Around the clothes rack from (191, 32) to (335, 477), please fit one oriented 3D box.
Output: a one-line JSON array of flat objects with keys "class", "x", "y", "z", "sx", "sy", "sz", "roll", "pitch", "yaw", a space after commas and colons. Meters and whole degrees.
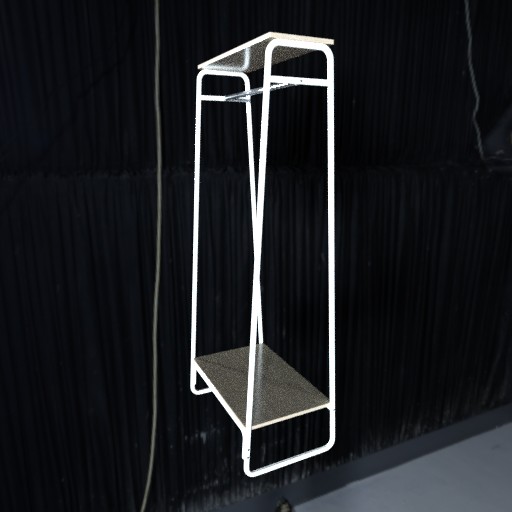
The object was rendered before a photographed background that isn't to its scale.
[{"class": "clothes rack", "x": 0.000, "y": 0.000, "z": 1.798, "sx": 0.400, "sy": 1.512, "sz": 0.640, "roll": -7, "pitch": 16, "yaw": -25}]
